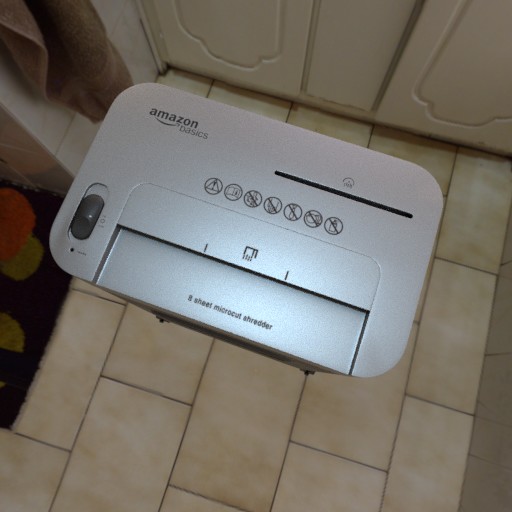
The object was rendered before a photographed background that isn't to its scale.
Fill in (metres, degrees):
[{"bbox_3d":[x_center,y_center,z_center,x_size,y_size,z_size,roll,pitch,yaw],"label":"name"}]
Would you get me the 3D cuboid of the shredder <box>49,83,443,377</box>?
[{"bbox_3d":[0.000,0.000,0.584,0.311,0.419,0.237,19,76,5],"label":"shredder"}]
